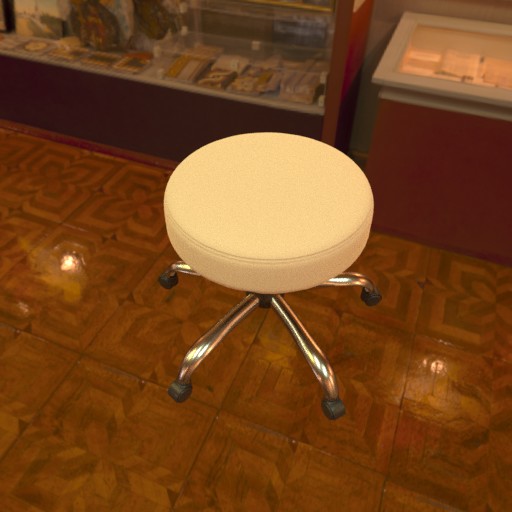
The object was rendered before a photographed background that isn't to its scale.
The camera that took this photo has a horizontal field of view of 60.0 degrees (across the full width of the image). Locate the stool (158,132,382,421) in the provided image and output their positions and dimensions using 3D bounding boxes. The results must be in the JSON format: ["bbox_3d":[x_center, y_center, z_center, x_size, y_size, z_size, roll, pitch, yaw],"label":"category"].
[{"bbox_3d":[0.000,0.000,1.062,0.614,0.482,0.634,18,48,17],"label":"stool"}]
